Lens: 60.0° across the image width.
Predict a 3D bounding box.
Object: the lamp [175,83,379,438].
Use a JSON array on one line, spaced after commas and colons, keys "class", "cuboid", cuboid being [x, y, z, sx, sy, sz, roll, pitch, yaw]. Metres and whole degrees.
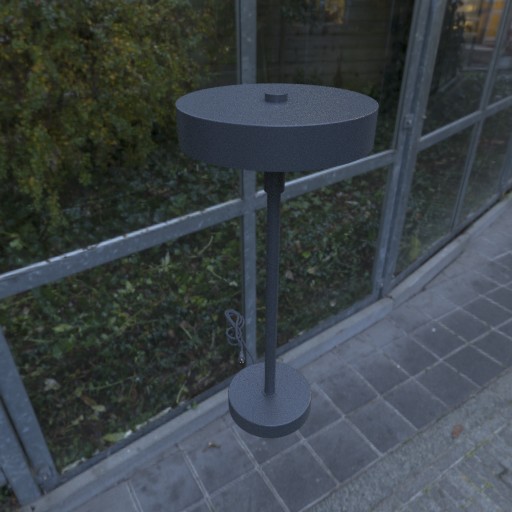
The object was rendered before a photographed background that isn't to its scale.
[{"class": "lamp", "cuboid": [0.000, 0.000, 0.688, 0.229, 0.508, 0.369, -10, 32, -16]}]
